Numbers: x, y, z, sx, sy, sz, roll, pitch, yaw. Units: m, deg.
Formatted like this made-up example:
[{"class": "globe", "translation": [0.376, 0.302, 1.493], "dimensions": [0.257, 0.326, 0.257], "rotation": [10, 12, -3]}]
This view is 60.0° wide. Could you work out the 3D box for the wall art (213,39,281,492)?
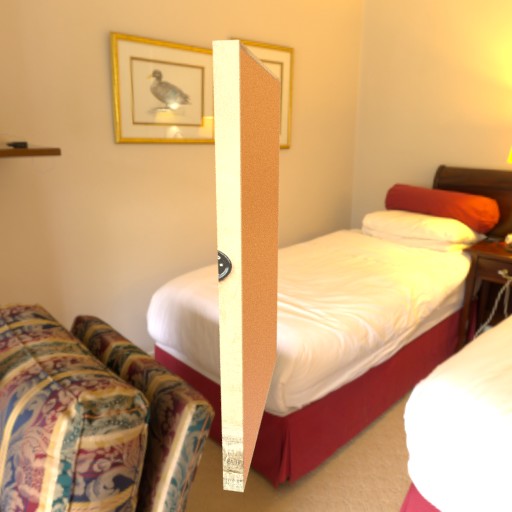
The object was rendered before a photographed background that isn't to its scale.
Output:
[{"class": "wall art", "translation": [0.000, 0.000, 0.959], "dimensions": [0.038, 0.764, 0.508], "rotation": [3, 16, 9]}]
